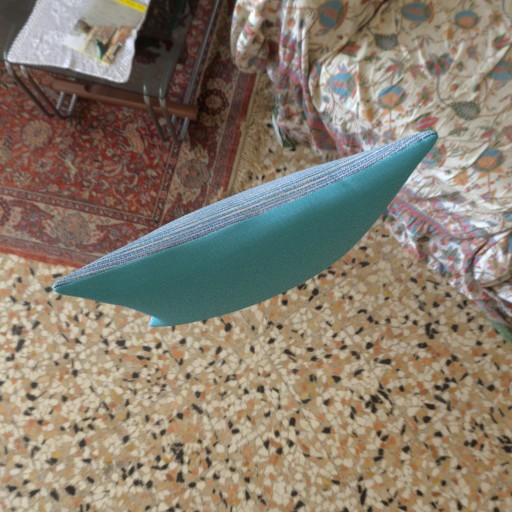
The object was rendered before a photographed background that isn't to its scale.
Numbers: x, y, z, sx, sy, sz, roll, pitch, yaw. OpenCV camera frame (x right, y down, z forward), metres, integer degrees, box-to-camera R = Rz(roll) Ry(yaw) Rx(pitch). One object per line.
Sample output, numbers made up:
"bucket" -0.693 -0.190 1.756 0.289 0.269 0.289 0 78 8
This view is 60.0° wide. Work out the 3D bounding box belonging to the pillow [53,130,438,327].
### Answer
"pillow" 0.000 0.000 0.775 0.514 0.497 0.150 -22 77 -5
